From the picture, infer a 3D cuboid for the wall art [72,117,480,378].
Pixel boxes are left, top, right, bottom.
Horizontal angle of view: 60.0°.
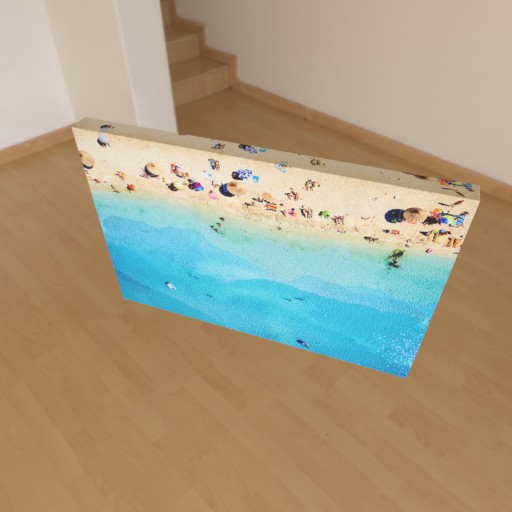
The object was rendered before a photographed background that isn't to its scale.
[{"bbox_3d":[0.000,0.000,1.144,0.894,0.595,0.057,13,44,14],"label":"wall art"}]
